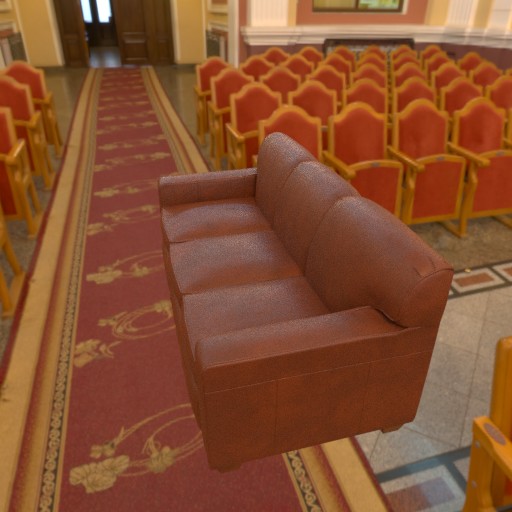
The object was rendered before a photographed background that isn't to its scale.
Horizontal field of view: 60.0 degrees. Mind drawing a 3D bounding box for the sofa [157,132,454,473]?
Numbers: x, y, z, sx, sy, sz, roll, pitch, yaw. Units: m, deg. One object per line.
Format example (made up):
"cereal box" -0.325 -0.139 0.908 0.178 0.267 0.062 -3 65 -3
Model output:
"sofa" 0.000 0.000 2.542 1.008 0.953 2.039 -8 31 -13
